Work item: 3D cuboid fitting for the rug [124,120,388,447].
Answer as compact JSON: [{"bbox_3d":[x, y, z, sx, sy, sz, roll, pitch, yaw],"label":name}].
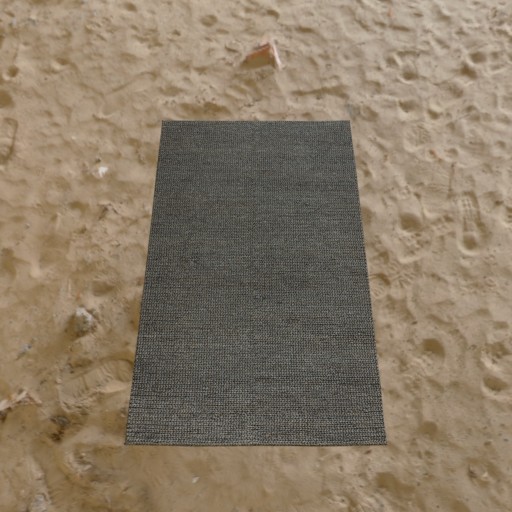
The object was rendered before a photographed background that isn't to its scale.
[{"bbox_3d":[0.000,0.000,3.090,1.538,0.021,2.443,0,65,0],"label":"rug"}]
